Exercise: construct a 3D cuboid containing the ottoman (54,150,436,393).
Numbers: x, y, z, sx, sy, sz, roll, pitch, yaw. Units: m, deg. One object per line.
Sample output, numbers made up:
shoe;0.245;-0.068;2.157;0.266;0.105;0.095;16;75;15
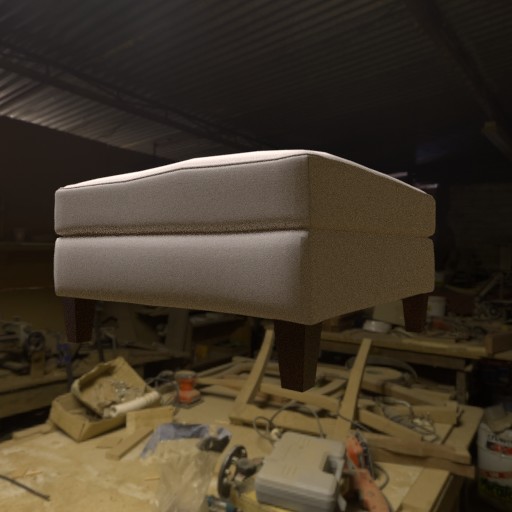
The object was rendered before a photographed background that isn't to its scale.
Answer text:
ottoman;0.000;0.000;1.326;0.838;0.479;0.838;0;1;36
